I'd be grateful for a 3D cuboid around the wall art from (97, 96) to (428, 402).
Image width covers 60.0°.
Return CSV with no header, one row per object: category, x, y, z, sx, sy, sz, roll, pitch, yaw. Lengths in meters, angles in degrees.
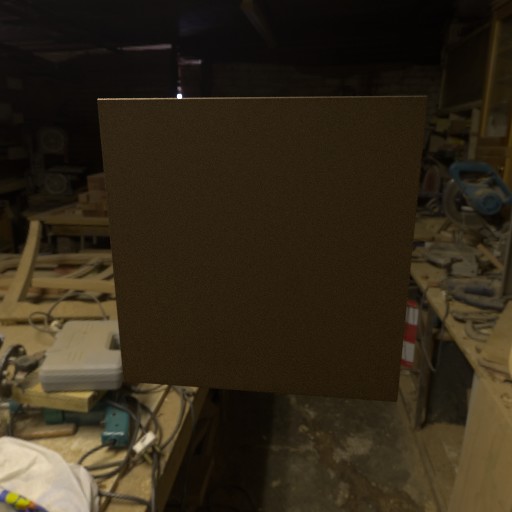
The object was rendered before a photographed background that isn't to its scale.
wall art,0.000,0.000,0.753,0.503,0.506,0.030,2,16,7
